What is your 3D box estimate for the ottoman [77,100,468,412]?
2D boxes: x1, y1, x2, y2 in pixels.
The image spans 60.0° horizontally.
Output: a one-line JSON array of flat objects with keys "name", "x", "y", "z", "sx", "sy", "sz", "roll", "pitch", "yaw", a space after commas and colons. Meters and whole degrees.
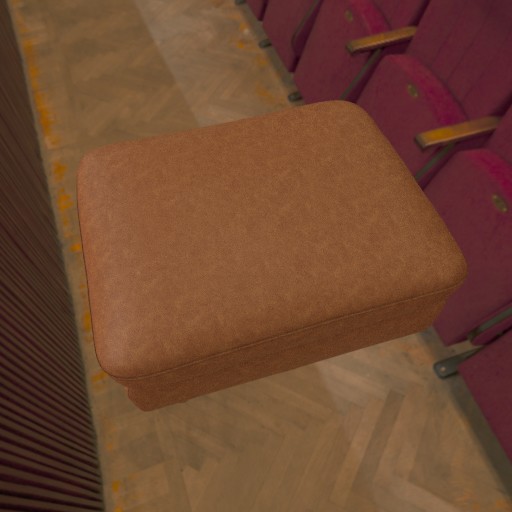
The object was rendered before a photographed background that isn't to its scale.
[{"name": "ottoman", "x": 0.000, "y": 0.000, "z": 1.102, "sx": 0.747, "sy": 0.478, "sz": 0.593, "roll": -15, "pitch": 58, "yaw": -9}]
